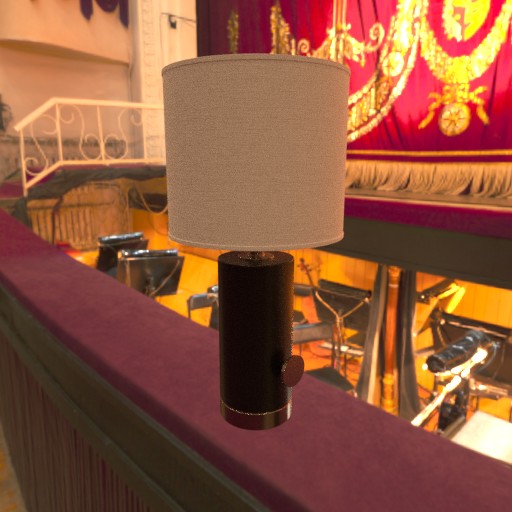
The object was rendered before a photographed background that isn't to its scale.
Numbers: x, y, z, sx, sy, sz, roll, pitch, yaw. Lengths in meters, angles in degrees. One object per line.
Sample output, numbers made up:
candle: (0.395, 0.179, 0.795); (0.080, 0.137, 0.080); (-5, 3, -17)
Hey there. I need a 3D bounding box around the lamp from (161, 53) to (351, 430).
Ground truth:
lamp: (0.000, 0.000, 0.627); (0.241, 0.482, 0.240); (-12, 17, -43)
